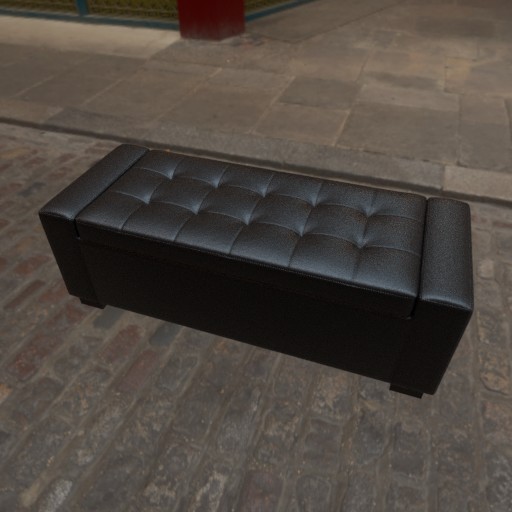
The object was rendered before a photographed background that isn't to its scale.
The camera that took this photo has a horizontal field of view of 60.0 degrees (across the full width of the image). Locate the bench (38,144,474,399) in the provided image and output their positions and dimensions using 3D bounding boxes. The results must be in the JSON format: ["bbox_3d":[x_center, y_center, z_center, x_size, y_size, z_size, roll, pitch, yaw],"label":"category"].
[{"bbox_3d":[0.000,0.000,1.543,1.296,0.445,0.508,13,42,14],"label":"bench"}]
